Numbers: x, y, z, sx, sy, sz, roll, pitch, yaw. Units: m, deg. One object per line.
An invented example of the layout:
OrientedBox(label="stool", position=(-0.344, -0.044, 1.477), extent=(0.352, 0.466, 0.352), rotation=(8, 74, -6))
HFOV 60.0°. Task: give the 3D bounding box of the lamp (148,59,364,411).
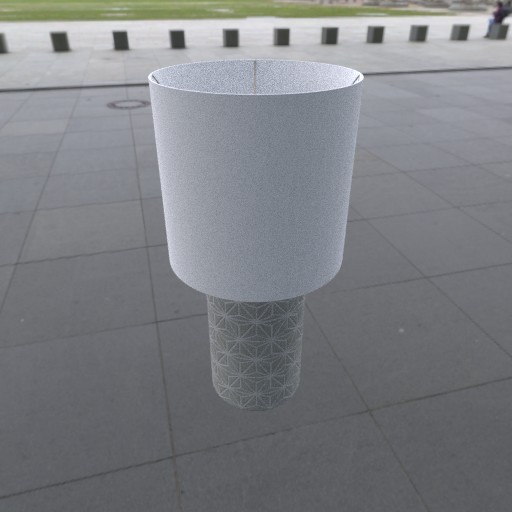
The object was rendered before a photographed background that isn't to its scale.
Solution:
OrientedBox(label="lamp", position=(0.000, 0.000, 0.540), extent=(0.206, 0.416, 0.206), rotation=(0, 31, 0))
